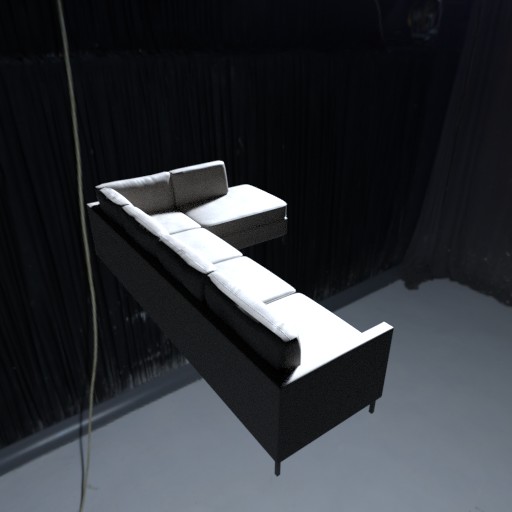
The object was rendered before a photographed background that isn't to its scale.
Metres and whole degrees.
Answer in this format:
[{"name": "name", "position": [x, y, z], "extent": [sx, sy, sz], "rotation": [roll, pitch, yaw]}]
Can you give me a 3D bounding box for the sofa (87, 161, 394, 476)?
[{"name": "sofa", "position": [0.000, 0.000, 4.156], "extent": [2.077, 0.964, 3.331], "rotation": [-18, 33, -31]}]
